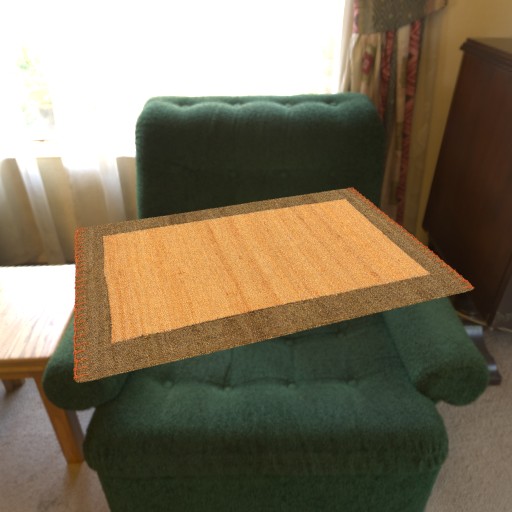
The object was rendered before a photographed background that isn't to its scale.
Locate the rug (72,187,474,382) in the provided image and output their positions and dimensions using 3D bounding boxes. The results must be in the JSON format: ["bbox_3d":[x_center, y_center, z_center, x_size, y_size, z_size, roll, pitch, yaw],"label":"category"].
[{"bbox_3d":[0.000,0.000,2.360,1.838,0.019,1.220,-10,35,-15],"label":"rug"}]
